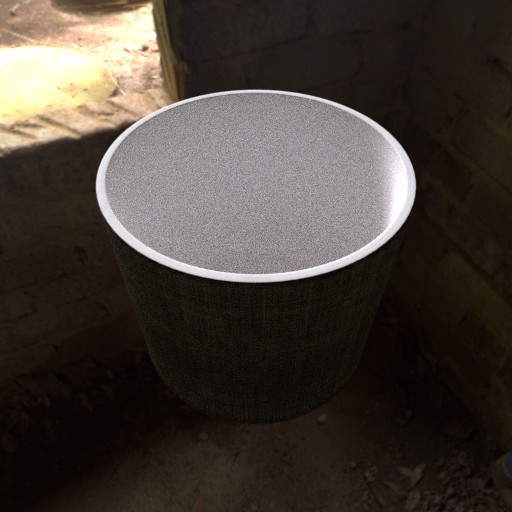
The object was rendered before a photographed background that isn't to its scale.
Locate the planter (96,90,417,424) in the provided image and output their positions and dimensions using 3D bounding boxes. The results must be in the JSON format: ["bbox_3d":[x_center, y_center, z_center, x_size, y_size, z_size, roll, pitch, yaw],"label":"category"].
[{"bbox_3d":[0.000,0.000,0.441,0.254,0.221,0.254,0,47,0],"label":"planter"}]
